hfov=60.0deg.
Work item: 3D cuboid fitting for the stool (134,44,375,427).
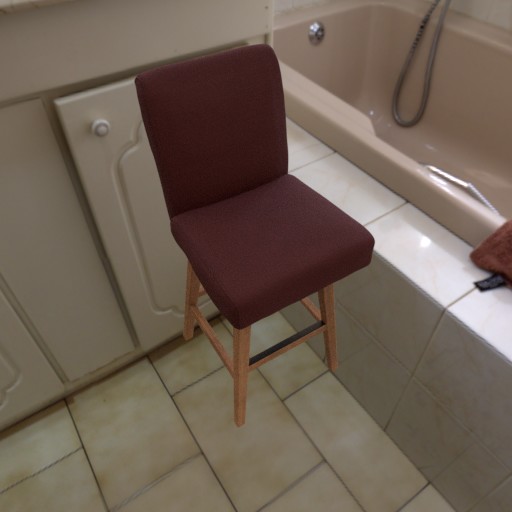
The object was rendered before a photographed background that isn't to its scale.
[{"bbox_3d":[0.000,0.000,1.425,0.468,1.093,0.562,-24,51,-21],"label":"stool"}]
